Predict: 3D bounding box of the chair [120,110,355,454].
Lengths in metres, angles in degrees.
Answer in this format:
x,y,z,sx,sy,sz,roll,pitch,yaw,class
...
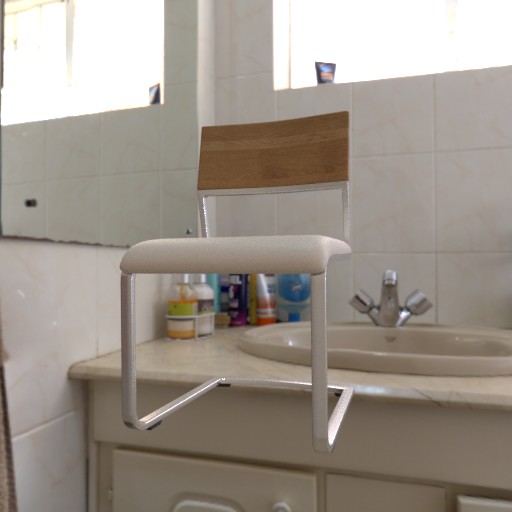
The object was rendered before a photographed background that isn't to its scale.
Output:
x,y,z,sx,sy,sz,roll,pitch,yaw,class
0.000,0.000,1.185,0.467,0.844,0.585,-1,-2,18,chair
